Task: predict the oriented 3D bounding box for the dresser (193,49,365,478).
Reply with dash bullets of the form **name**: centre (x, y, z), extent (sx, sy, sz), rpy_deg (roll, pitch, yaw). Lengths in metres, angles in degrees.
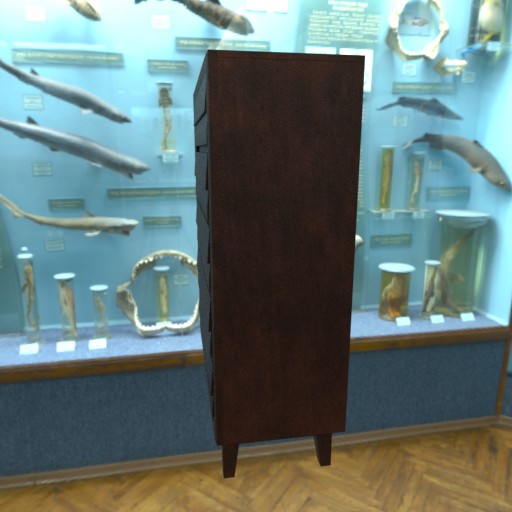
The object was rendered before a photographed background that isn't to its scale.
- **dresser**: centre (0.000, 0.000, 2.024), extent (0.506, 1.514, 1.072), rpy_deg (-2, 14, -10)
